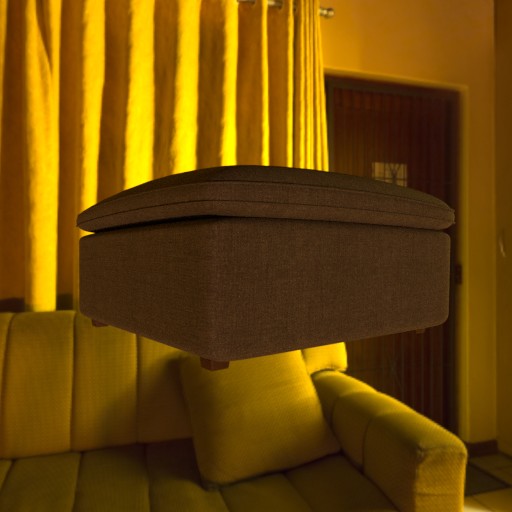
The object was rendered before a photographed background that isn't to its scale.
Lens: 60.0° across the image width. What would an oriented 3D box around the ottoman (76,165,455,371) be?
[{"bbox_3d":[0.000,0.000,1.698,1.067,0.559,1.067,0,0,-38],"label":"ottoman"}]
